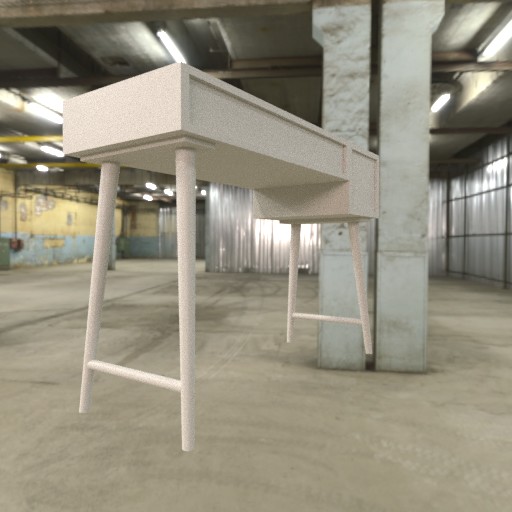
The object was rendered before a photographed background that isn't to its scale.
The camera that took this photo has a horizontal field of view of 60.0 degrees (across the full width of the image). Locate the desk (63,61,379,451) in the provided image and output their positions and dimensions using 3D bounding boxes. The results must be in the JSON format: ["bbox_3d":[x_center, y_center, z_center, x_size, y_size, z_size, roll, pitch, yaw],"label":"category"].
[{"bbox_3d":[0.000,0.000,1.401,0.409,0.761,1.069,1,1,35],"label":"desk"}]
